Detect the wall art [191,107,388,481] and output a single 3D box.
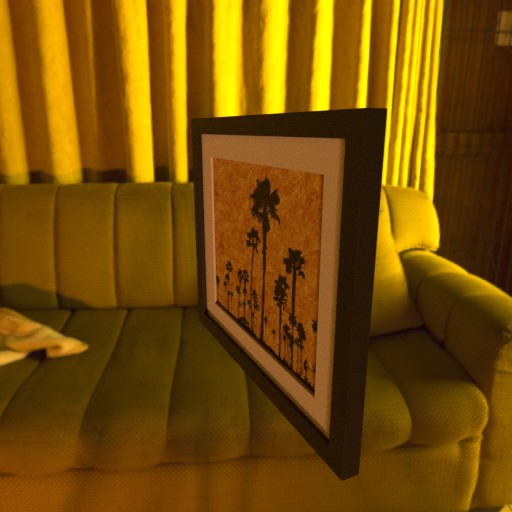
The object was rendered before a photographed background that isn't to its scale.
[{"bbox_3d":[0.000,0.000,0.758,0.028,0.460,0.561,-8,18,-25],"label":"wall art"}]
